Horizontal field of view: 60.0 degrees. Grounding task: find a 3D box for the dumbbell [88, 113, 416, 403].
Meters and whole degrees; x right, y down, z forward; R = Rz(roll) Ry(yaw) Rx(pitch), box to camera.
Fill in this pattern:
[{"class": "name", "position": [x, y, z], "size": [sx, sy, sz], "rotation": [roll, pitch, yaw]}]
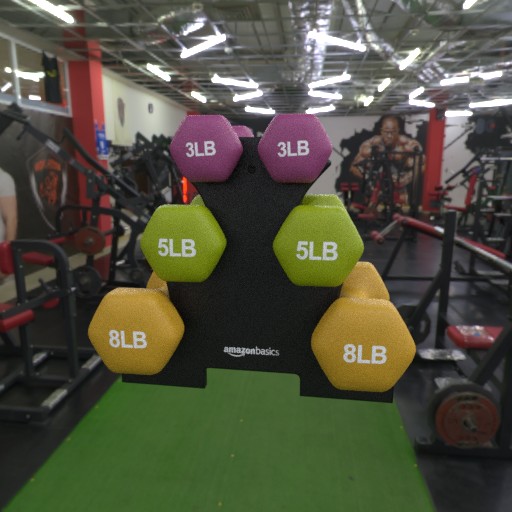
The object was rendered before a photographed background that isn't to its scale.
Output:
[{"class": "dumbbell", "position": [0.000, 0.000, 0.464], "size": [0.300, 0.271, 0.190], "rotation": [2, 12, 8]}]
